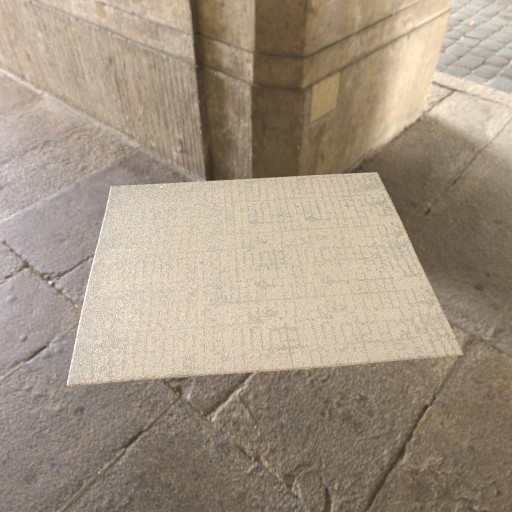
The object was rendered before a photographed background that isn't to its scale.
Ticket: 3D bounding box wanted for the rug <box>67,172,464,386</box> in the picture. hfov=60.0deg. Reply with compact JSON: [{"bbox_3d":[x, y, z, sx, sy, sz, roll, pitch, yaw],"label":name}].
[{"bbox_3d":[0.000,0.000,4.214,3.061,0.014,2.447,-4,46,-3],"label":"rug"}]
